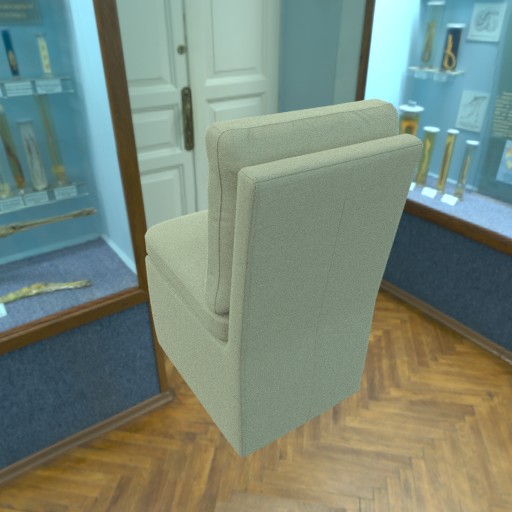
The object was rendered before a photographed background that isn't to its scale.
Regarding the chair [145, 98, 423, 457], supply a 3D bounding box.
[{"bbox_3d":[0.000,0.000,1.341,0.503,0.927,0.698,-18,34,-29],"label":"chair"}]
